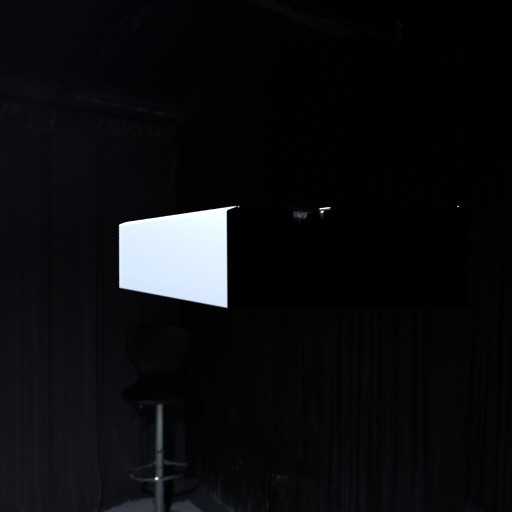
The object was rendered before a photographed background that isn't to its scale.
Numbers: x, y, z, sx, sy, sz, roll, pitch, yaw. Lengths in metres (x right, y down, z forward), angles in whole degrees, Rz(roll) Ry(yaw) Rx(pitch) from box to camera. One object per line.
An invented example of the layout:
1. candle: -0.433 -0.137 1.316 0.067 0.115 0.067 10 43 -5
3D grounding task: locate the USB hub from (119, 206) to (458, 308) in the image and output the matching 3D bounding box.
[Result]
1. USB hub: 0.000 0.000 0.128 0.044 0.023 0.110 0 1 -37
